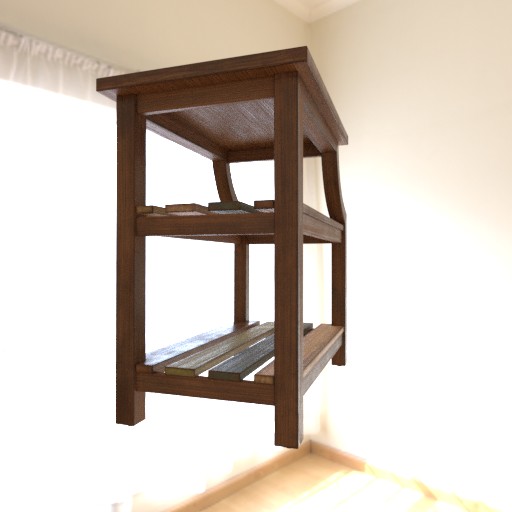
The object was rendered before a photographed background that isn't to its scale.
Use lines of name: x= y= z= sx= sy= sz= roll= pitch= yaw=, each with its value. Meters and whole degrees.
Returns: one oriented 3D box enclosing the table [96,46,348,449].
table: x=0.000 y=0.000 z=0.964 sx=0.356 sy=0.584 sz=0.609 roll=0 pitch=-1 yaw=19
